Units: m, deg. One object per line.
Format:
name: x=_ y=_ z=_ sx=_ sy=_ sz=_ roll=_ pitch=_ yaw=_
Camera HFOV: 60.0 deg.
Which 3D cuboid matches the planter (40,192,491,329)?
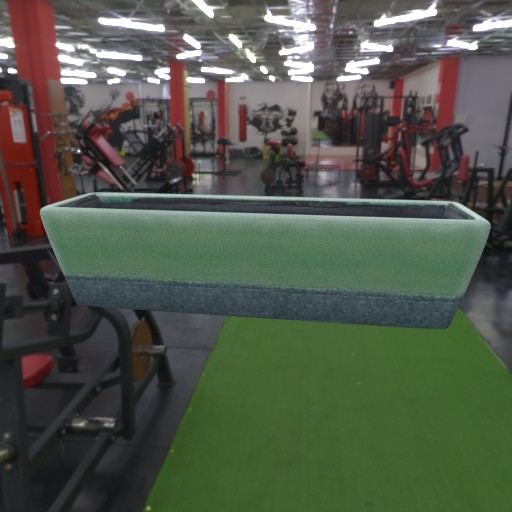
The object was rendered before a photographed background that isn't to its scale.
planter: x=0.000 y=0.000 z=0.305 sx=0.275 sy=0.072 sz=0.072 roll=3 pitch=17 yaw=9
